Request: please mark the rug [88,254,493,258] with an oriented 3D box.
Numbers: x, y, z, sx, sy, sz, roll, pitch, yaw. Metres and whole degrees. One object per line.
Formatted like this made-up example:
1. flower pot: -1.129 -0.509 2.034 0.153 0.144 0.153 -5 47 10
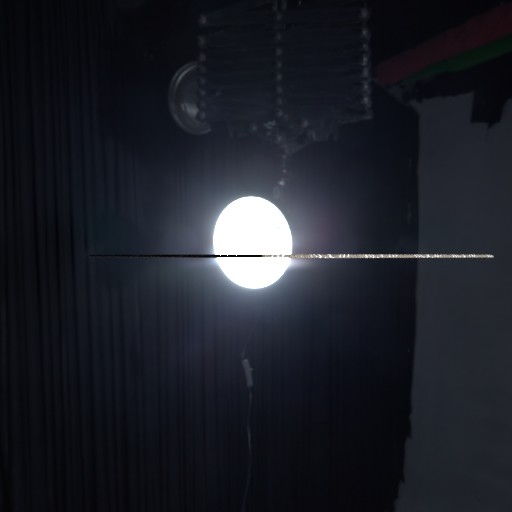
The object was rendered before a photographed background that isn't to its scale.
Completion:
1. rug: 0.000 0.000 2.319 1.239 0.012 1.836 0 0 -35
